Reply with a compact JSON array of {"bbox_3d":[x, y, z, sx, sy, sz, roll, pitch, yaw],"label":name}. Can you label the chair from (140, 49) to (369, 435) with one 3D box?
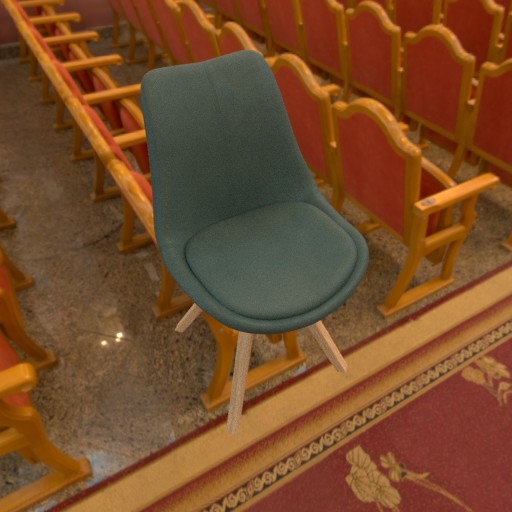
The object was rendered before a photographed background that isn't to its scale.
[{"bbox_3d":[0.000,0.000,1.187,0.483,0.865,0.547,-22,49,-21],"label":"chair"}]
